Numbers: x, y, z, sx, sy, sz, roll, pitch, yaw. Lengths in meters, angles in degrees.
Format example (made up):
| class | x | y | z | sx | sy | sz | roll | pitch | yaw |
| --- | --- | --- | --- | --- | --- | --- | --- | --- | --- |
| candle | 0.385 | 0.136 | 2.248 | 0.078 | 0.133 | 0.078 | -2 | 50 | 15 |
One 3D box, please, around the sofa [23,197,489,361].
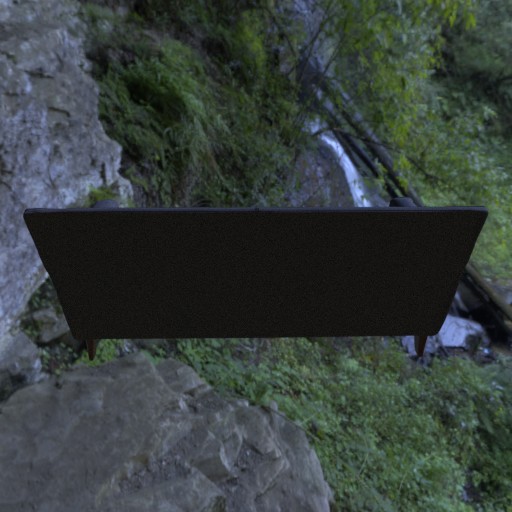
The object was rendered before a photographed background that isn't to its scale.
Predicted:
| class | x | y | z | sx | sy | sz | roll | pitch | yaw |
| --- | --- | --- | --- | --- | --- | --- | --- | --- | --- |
| sofa | 0.000 | 0.000 | 2.460 | 2.002 | 0.907 | 0.843 | -1 | 29 | -1 |
